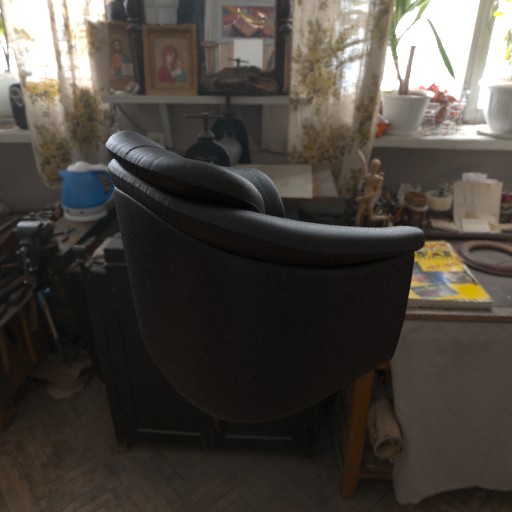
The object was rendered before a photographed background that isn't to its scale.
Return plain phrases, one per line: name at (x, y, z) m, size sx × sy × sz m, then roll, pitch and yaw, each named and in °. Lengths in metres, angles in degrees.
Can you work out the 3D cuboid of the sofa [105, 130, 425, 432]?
sofa at (0.000, 0.000, 1.453) m, size 0.794 × 0.811 × 0.870 m, roll -18°, pitch 32°, yaw -32°
